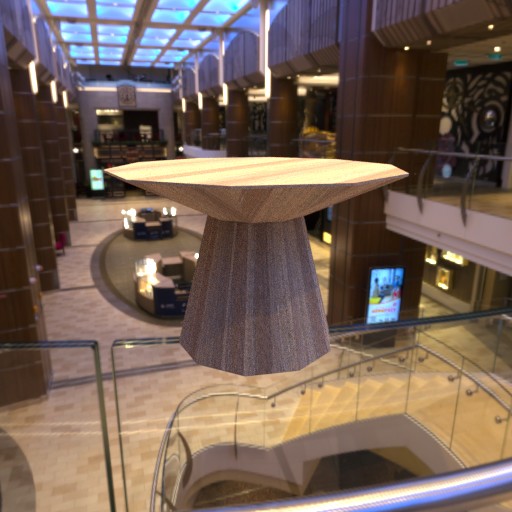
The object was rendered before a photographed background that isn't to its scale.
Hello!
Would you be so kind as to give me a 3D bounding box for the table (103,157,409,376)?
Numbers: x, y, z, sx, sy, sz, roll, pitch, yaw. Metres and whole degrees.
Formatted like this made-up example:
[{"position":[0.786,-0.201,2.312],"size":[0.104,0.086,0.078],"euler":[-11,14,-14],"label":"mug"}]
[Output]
[{"position":[0.000,0.000,1.905],"size":[1.186,0.752,1.186],"euler":[0,16,0],"label":"table"}]
